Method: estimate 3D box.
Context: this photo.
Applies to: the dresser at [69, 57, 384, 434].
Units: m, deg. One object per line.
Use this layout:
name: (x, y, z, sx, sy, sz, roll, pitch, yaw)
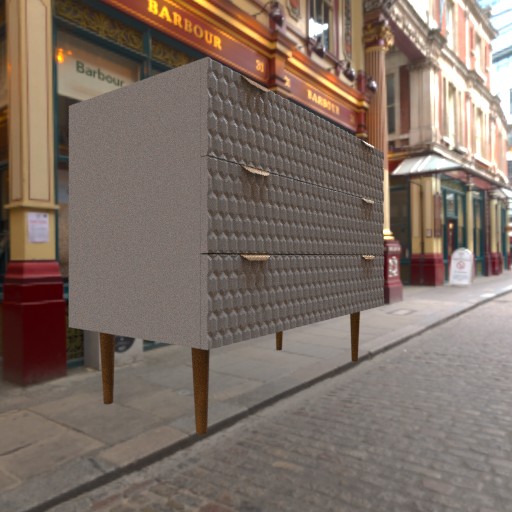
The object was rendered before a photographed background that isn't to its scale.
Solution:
dresser: (0.000, 0.000, 1.299, 0.457, 0.721, 0.905, 0, 0, 36)
